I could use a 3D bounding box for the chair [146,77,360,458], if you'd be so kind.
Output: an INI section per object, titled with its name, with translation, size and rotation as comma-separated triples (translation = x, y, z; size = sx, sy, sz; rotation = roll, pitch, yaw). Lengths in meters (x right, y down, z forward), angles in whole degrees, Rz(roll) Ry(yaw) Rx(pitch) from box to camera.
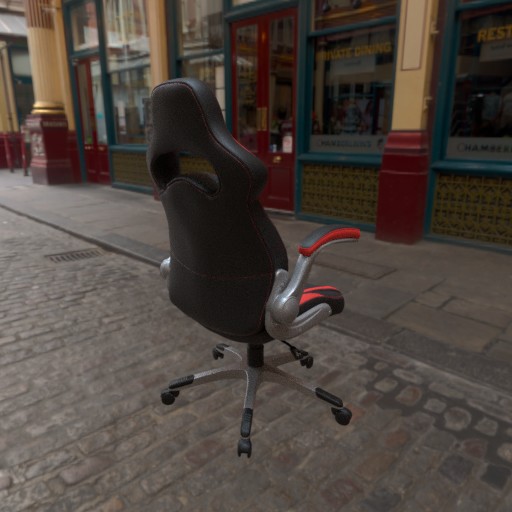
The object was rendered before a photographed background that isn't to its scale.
[chair]
translation = 0.000, 0.000, 1.627
size = 0.758, 1.165, 0.712
rotation = 14, 20, 42
